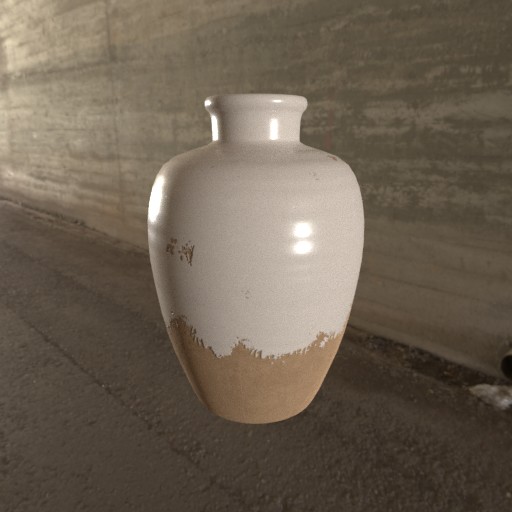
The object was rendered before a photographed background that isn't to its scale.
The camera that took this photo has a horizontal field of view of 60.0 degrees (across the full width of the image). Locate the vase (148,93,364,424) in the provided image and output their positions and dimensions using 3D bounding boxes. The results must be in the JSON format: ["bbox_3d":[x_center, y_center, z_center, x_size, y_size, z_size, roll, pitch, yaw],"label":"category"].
[{"bbox_3d":[0.000,0.000,0.338,0.158,0.228,0.158,0,15,0],"label":"vase"}]
